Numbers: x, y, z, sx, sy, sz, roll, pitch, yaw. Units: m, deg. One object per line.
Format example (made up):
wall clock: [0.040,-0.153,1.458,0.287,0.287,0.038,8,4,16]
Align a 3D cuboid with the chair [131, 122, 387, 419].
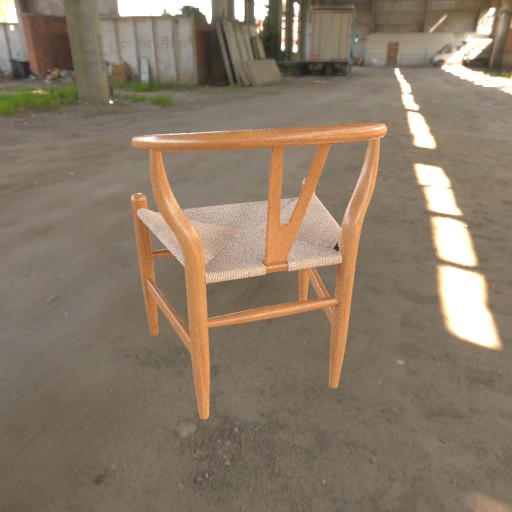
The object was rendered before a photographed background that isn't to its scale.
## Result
chair: [0.000,0.000,1.141,0.569,0.730,0.579,-8,27,-16]
